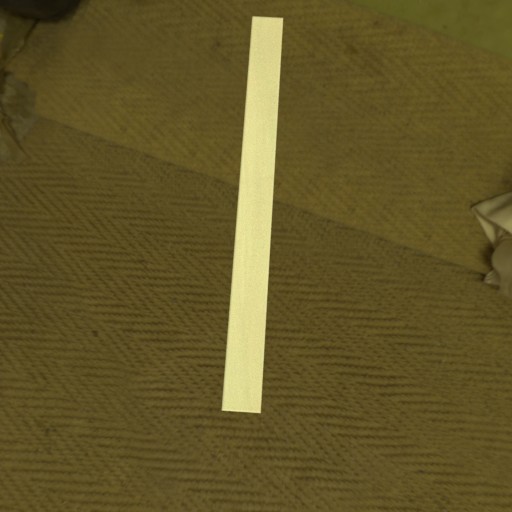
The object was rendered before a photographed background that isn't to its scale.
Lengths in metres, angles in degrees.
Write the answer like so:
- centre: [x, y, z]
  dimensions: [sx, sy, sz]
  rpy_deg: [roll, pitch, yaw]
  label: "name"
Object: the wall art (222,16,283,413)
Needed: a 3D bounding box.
- centre: [0.000, 0.000, 0.812]
  dimensions: [0.040, 0.608, 0.489]
  rpy_deg: [3, 76, 1]
  label: "wall art"
